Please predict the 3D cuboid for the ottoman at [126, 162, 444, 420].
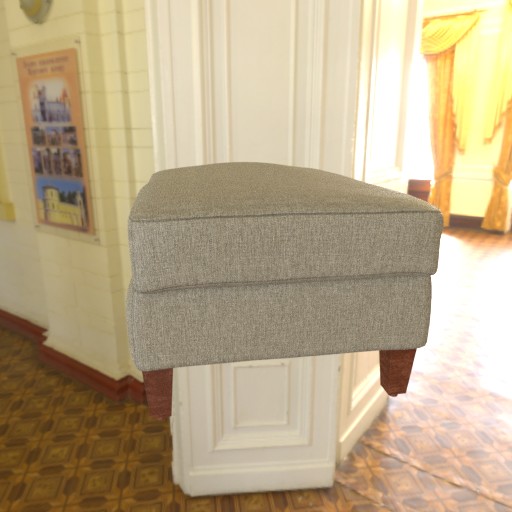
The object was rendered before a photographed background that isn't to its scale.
[{"bbox_3d":[0.000,0.000,1.258,0.639,0.494,0.873,-3,16,-9],"label":"ottoman"}]
